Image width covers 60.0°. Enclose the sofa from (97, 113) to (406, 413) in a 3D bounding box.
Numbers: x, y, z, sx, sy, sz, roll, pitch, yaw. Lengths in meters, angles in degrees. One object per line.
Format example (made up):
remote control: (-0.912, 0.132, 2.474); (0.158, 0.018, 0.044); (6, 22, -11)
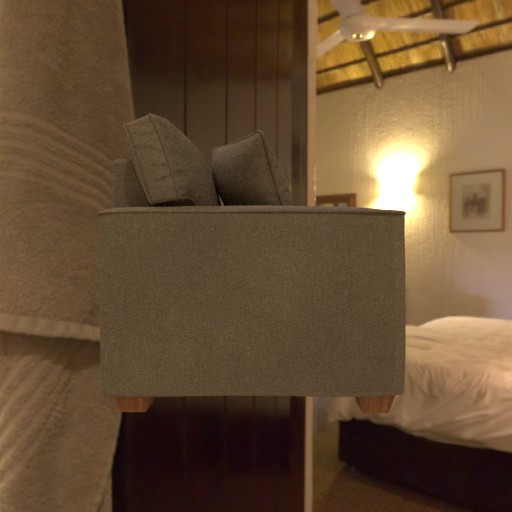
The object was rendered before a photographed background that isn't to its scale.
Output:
sofa: (0.000, 0.000, 2.065); (0.991, 0.989, 1.388); (0, 1, 1)
